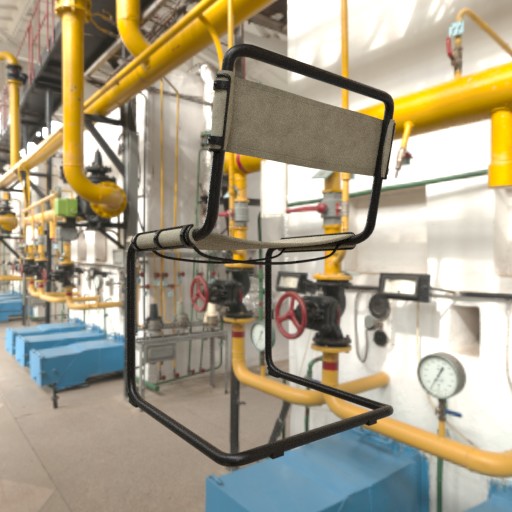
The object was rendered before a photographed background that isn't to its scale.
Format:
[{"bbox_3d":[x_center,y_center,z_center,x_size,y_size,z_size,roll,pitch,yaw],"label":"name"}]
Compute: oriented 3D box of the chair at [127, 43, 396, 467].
[{"bbox_3d":[0.000,0.000,1.086,0.499,0.747,0.497,0,0,-37],"label":"chair"}]
